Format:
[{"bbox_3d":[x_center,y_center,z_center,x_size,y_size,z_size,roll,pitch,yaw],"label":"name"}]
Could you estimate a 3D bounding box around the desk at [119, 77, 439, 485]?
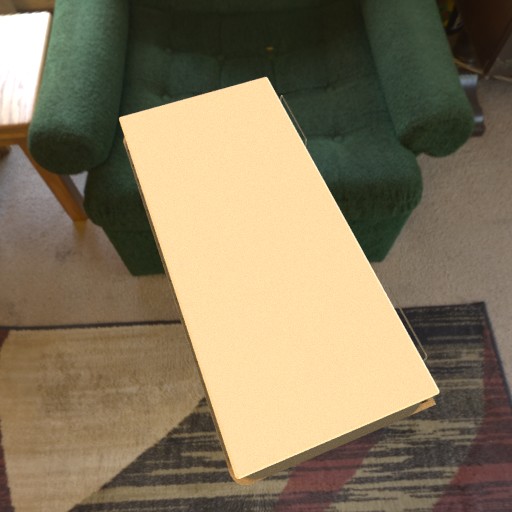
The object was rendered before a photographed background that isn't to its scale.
[{"bbox_3d":[0.000,0.000,2.240,0.900,0.455,1.900,-19,65,-9],"label":"desk"}]
